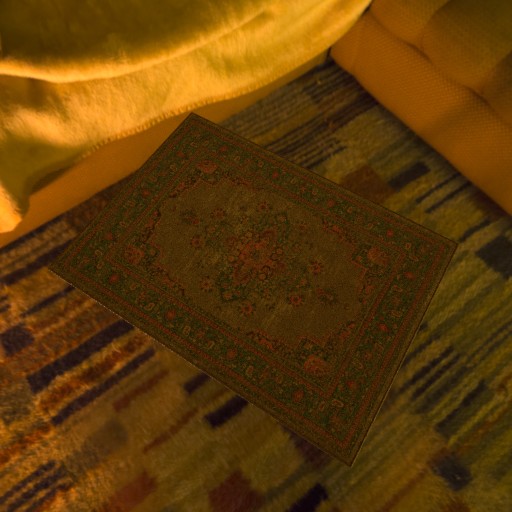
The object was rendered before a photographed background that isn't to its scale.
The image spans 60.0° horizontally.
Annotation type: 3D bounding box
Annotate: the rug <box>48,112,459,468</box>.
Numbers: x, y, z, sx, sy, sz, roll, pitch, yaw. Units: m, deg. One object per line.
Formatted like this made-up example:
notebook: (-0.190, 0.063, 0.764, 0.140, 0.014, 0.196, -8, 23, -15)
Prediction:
rug: (0.000, 0.000, 2.931, 2.214, 0.013, 1.609, 29, 67, 14)
